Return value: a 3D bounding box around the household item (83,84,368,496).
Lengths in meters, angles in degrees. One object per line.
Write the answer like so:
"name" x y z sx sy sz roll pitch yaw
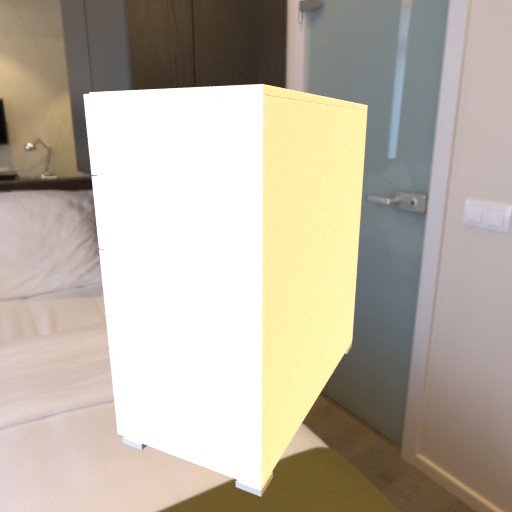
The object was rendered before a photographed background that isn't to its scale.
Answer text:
"household item" 0.000 0.000 1.312 0.420 0.870 0.800 8 18 25
